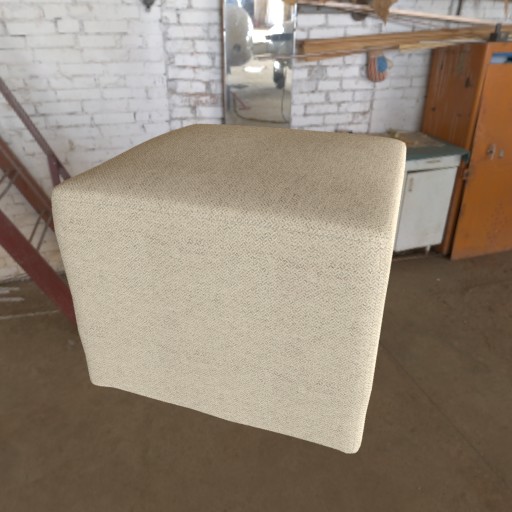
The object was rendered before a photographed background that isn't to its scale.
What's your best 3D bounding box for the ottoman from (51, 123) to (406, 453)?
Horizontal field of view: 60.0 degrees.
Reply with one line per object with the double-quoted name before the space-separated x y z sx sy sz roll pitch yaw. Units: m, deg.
"ottoman" 0.000 0.000 0.898 0.521 0.453 0.512 9 29 17
